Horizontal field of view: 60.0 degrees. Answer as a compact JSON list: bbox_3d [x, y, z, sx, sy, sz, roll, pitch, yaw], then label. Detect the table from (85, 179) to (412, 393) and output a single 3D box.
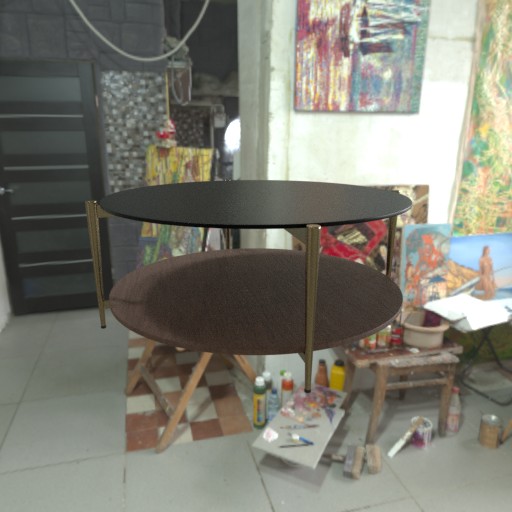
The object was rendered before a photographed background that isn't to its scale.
[{"bbox_3d":[0.000,0.000,1.457,0.938,0.400,0.938,-15,21,-42],"label":"table"}]
